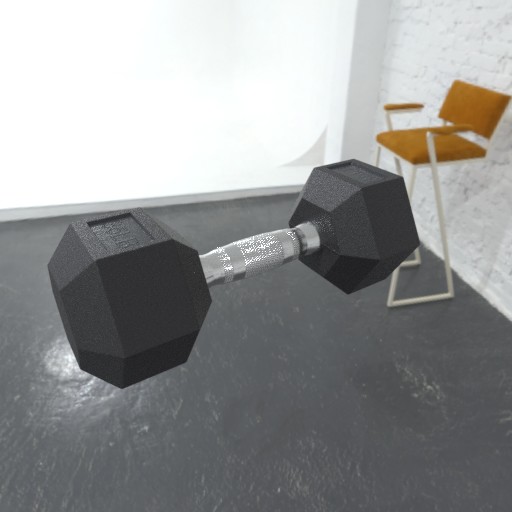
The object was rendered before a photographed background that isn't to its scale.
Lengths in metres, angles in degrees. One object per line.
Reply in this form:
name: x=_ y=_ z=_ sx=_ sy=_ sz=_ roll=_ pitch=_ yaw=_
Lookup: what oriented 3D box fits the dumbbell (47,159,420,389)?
dumbbell: x=0.000 y=0.000 z=0.429 sx=0.356 sy=0.123 sz=0.141 roll=-18 pitch=34 yaw=-28
